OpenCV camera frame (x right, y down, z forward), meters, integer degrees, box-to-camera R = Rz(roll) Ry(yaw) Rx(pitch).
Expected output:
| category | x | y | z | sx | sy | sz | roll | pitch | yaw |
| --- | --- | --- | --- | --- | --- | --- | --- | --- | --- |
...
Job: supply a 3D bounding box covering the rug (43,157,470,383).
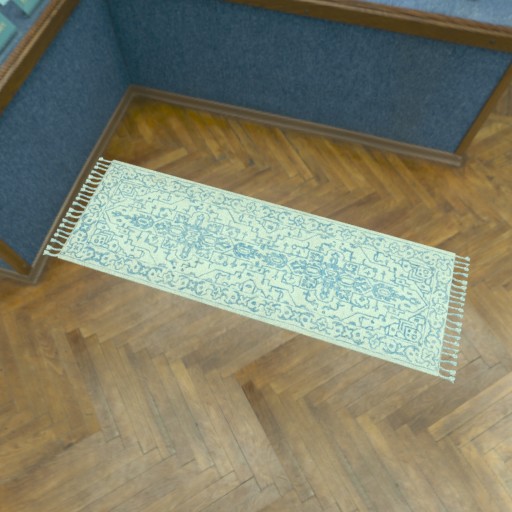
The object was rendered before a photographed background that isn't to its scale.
| category | x | y | z | sx | sy | sz | roll | pitch | yaw |
| --- | --- | --- | --- | --- | --- | --- | --- | --- | --- |
| rug | 0.000 | 0.000 | 2.653 | 2.449 | 0.011 | 0.774 | 16 | 65 | 8 |
